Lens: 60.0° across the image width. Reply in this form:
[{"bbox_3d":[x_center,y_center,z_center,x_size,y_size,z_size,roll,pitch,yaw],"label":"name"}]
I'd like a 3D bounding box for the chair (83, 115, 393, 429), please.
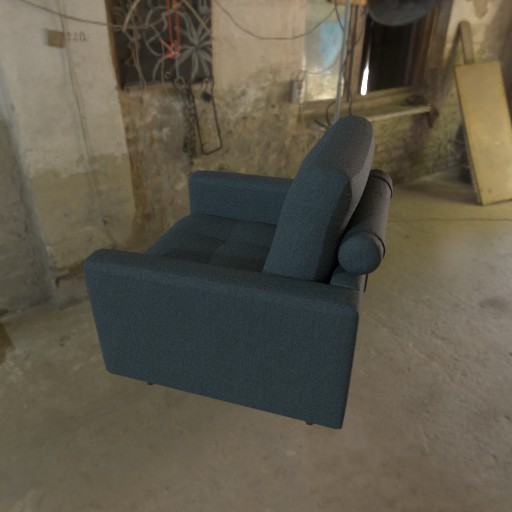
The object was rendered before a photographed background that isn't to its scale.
[{"bbox_3d":[0.000,0.000,1.548,0.843,0.880,0.821,9,32,15],"label":"chair"}]
